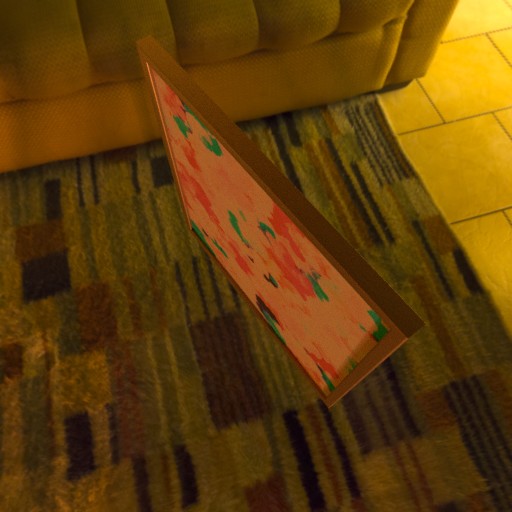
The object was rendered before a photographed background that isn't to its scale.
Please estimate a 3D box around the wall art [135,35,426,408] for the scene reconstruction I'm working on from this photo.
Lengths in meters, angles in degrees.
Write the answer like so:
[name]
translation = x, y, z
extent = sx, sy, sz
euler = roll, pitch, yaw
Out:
[wall art]
translation = 0.000, 0.000, 1.111
extent = 0.036, 0.765, 0.767
euler = -34, 69, -15
